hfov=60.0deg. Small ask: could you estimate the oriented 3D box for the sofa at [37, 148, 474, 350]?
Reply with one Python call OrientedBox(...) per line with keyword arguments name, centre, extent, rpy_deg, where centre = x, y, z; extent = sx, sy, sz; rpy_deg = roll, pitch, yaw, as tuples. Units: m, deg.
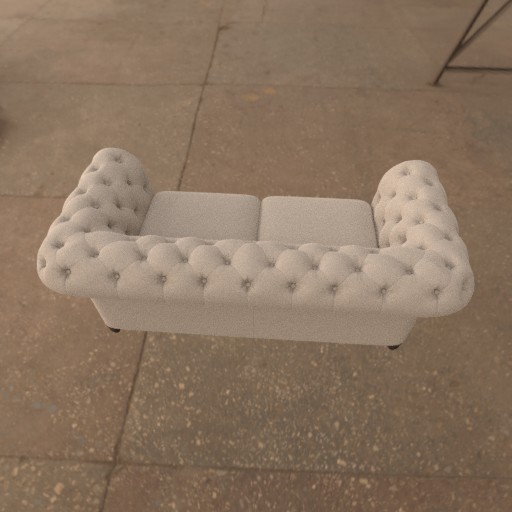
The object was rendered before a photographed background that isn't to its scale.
OrientedBox(name="sofa", centre=(0.000, 0.000, 2.409), extent=(1.998, 0.764, 0.986), rpy_deg=(3, 46, 3))
